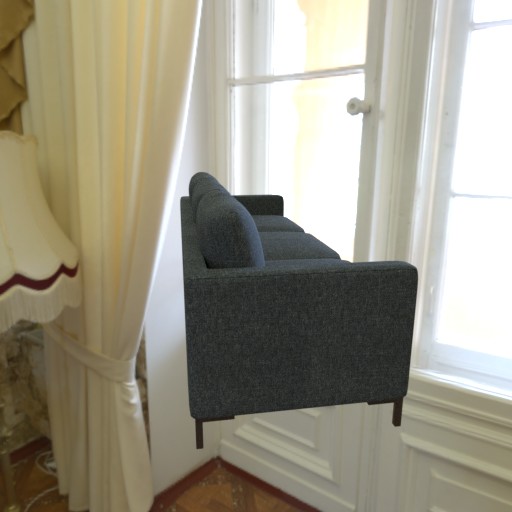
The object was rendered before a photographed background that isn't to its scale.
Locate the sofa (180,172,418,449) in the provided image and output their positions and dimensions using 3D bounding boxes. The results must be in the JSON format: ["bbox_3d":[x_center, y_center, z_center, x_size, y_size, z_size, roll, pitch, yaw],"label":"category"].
[{"bbox_3d":[0.000,0.000,2.621,0.859,0.874,2.218,-2,15,-9],"label":"sofa"}]
